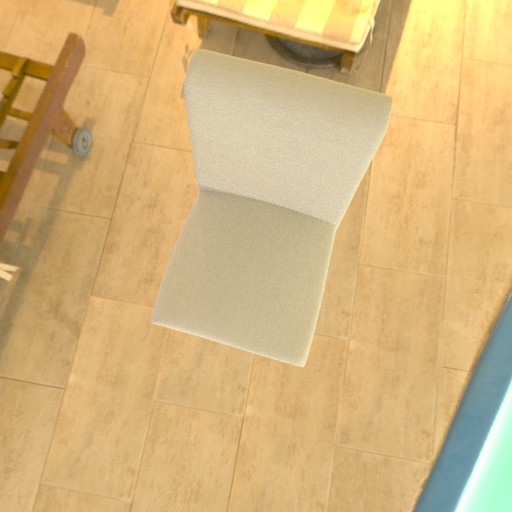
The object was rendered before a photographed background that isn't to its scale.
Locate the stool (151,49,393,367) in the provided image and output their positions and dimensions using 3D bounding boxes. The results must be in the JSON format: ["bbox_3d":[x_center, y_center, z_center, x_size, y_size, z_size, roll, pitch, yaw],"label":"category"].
[{"bbox_3d":[0.000,0.000,1.424,0.452,1.124,0.597,16,77,4],"label":"stool"}]
